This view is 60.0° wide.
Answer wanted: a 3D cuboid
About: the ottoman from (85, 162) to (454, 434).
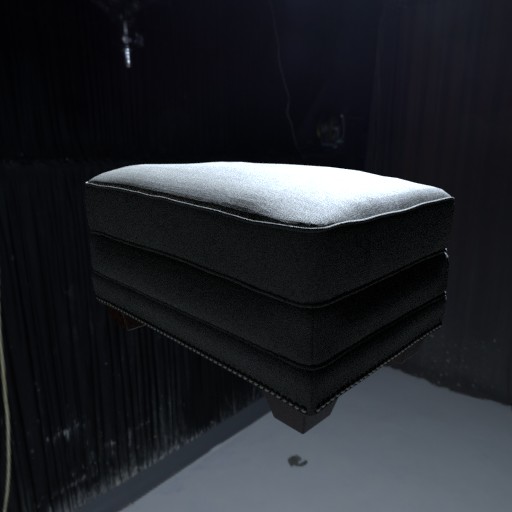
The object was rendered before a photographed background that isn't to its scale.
[{"bbox_3d":[0.000,0.000,1.139,0.561,0.457,0.813,-15,21,-43],"label":"ottoman"}]
